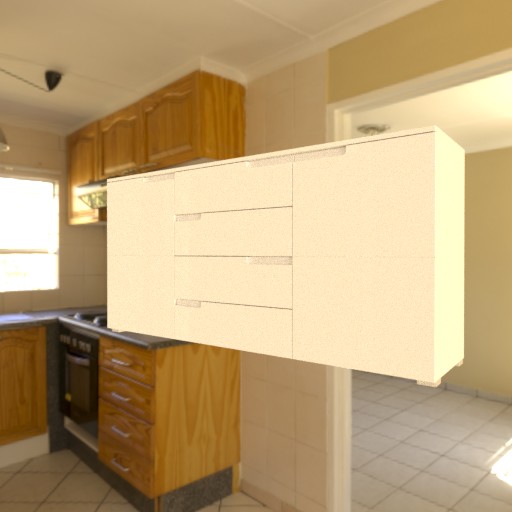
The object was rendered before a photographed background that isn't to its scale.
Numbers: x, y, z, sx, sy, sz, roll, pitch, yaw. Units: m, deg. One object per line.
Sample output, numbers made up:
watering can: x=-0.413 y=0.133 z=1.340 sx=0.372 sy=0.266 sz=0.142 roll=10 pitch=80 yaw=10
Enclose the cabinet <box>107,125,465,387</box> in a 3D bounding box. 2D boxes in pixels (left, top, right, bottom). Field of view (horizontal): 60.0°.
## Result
cabinet: x=0.000 y=0.000 z=1.995 sx=1.650 sy=0.800 sz=0.400 roll=0 pitch=1 yaw=37
